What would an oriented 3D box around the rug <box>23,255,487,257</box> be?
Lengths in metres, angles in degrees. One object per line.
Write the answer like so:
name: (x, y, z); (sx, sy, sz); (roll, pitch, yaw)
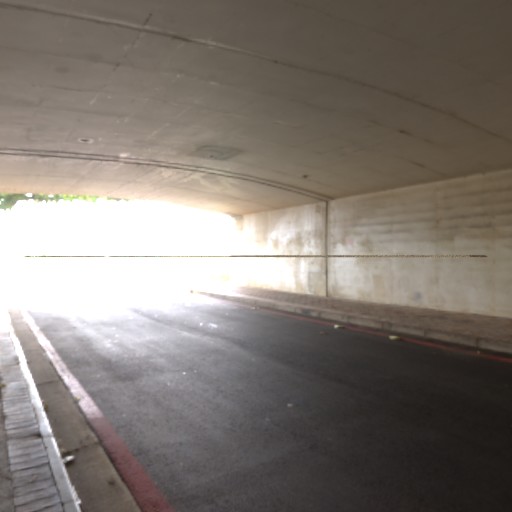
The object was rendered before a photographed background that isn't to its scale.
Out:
rug: (0.000, 0.000, 2.272); (1.726, 0.009, 1.278); (0, 0, 1)
